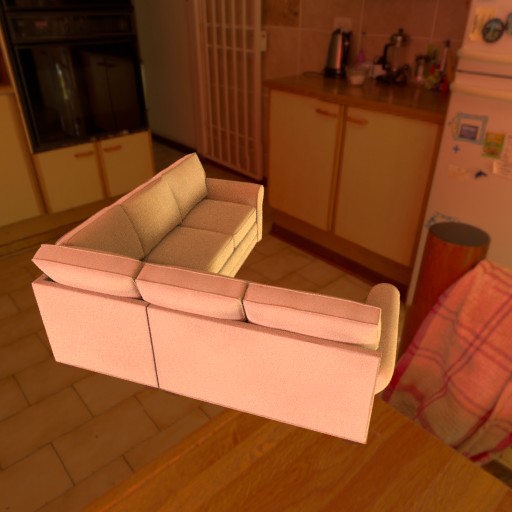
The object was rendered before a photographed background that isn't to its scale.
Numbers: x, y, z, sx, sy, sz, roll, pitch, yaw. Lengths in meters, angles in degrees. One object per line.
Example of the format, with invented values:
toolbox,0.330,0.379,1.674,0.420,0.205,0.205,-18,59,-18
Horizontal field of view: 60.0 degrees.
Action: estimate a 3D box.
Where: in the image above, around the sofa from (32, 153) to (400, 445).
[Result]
sofa,0.000,0.000,3.954,2.487,1.053,2.562,9,32,16
